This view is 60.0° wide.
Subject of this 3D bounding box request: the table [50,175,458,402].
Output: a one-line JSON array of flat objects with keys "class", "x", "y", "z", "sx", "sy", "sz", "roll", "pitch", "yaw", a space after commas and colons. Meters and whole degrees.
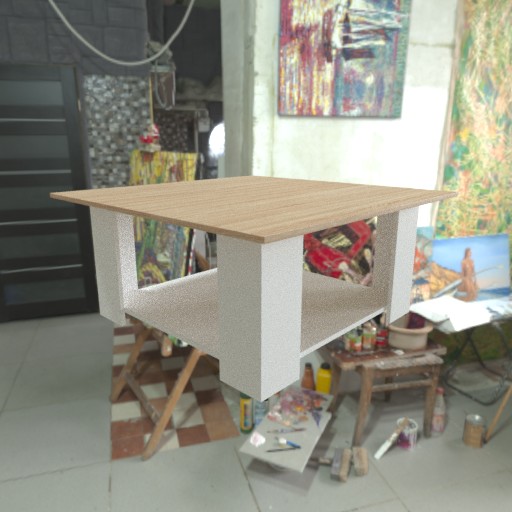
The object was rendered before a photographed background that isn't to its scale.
[{"class": "table", "x": 0.000, "y": 0.000, "z": 1.067, "sx": 0.670, "sy": 0.305, "sz": 0.670, "roll": 14, "pitch": 20, "yaw": 42}]
